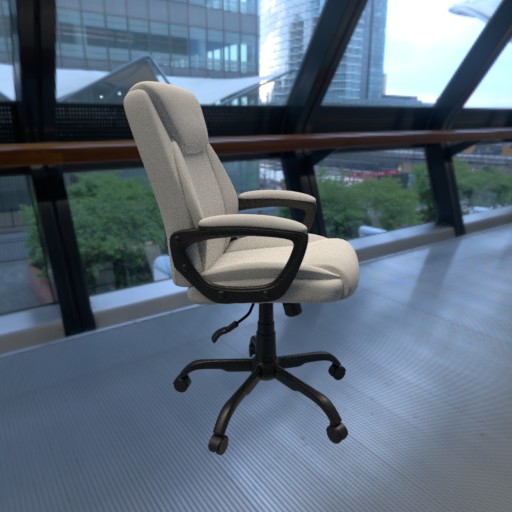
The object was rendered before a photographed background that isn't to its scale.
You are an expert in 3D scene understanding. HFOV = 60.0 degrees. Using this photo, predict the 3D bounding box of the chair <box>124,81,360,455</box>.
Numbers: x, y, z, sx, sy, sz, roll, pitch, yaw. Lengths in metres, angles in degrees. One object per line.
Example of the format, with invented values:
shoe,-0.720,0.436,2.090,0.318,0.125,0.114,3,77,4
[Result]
chair,0.000,0.000,1.462,0.669,1.065,0.663,3,16,10
